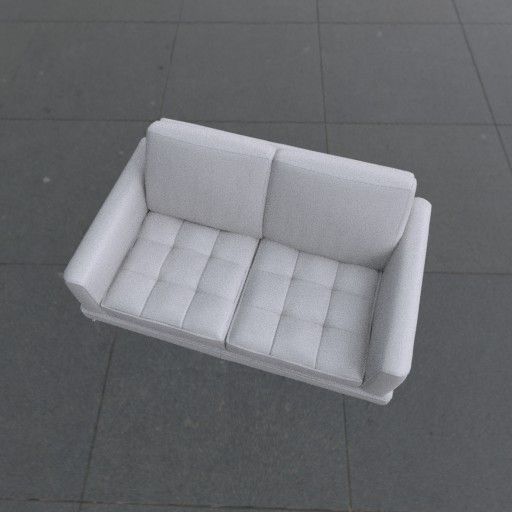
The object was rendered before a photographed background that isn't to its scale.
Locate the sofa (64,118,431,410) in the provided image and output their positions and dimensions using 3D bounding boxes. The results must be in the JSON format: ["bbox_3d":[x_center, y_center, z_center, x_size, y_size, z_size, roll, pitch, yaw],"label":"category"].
[{"bbox_3d":[0.000,0.000,2.515,1.819,0.930,1.121,15,61,8],"label":"sofa"}]
